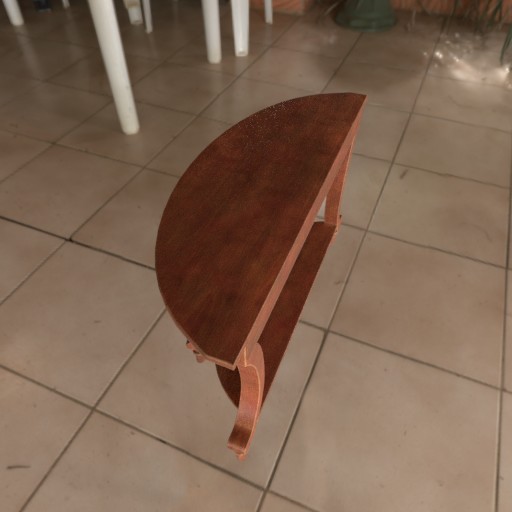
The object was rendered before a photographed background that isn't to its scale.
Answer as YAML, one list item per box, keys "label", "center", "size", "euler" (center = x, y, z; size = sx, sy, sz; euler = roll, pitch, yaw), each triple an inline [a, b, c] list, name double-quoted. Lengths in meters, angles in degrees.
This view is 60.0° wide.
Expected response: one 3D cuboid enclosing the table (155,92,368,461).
- label: "table"
  center: [0.000, 0.000, 1.537]
  size: [0.394, 0.699, 1.198]
  euler: [16, 48, 15]
